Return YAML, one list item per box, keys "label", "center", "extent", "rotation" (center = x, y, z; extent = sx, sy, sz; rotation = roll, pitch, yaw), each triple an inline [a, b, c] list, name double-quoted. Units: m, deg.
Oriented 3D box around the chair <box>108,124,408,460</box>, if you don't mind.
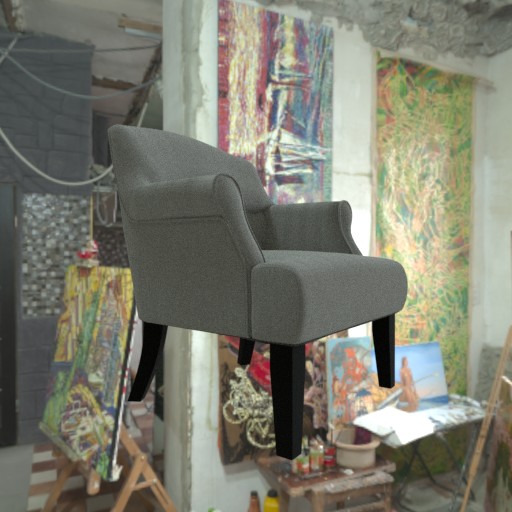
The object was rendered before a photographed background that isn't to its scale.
- label: "chair"
  center: [0.000, 0.000, 1.423]
  extent: [0.755, 0.880, 0.772]
  rotation: [0, 1, 36]
